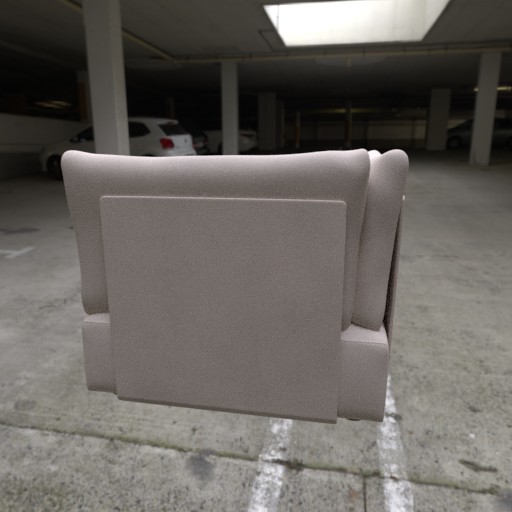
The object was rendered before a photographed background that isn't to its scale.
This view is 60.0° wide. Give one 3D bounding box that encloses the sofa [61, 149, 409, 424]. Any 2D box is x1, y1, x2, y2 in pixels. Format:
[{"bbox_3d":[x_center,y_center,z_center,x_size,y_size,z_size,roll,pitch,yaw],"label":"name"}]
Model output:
[{"bbox_3d":[0.000,0.000,1.751,1.000,0.820,1.000,3,14,11],"label":"sofa"}]
